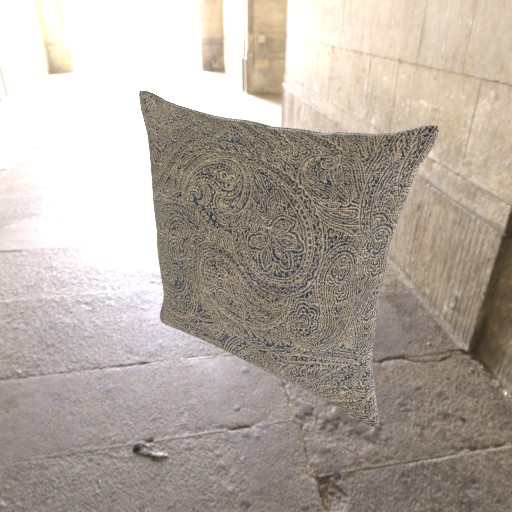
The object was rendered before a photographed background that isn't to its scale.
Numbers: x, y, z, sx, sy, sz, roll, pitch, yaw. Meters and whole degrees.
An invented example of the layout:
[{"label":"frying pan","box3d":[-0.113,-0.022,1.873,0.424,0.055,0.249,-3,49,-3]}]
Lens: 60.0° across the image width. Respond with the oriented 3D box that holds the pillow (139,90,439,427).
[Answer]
[{"label":"pillow","box3d":[0.000,0.000,0.776,0.523,0.510,0.166,18,34,30]}]
